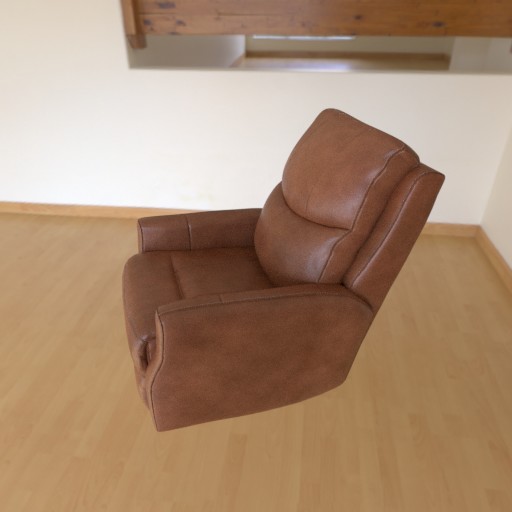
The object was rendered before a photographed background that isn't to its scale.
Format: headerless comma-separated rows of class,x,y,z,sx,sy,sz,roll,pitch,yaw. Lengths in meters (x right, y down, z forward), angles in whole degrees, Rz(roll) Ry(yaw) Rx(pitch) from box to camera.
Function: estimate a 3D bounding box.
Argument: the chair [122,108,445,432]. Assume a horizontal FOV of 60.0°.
chair,0.000,0.000,1.774,1.072,1.016,0.821,-9,32,-15
